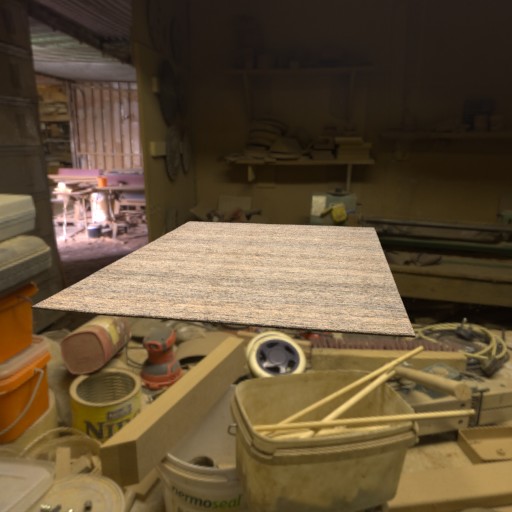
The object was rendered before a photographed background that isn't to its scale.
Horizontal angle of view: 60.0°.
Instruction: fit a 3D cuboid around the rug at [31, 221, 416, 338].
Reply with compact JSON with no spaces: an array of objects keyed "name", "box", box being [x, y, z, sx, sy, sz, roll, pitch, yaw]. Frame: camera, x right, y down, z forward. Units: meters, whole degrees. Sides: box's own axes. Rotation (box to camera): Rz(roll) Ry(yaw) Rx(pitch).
[{"name":"rug","box":[0.000,0.000,4.218,2.414,0.036,3.199,3,15,10]}]
